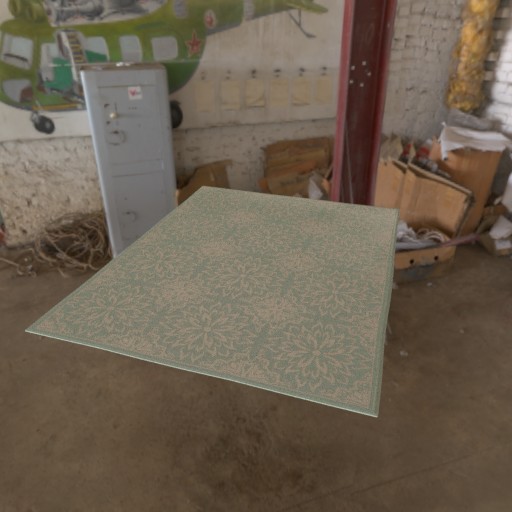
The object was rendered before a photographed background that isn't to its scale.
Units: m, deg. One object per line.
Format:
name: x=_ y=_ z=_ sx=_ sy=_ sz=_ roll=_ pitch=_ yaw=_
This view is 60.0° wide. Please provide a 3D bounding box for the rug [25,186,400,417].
rug: x=0.000 y=0.000 z=3.955 sx=2.363 sy=0.012 sz=2.980 roll=9 pitch=31 yaw=16
